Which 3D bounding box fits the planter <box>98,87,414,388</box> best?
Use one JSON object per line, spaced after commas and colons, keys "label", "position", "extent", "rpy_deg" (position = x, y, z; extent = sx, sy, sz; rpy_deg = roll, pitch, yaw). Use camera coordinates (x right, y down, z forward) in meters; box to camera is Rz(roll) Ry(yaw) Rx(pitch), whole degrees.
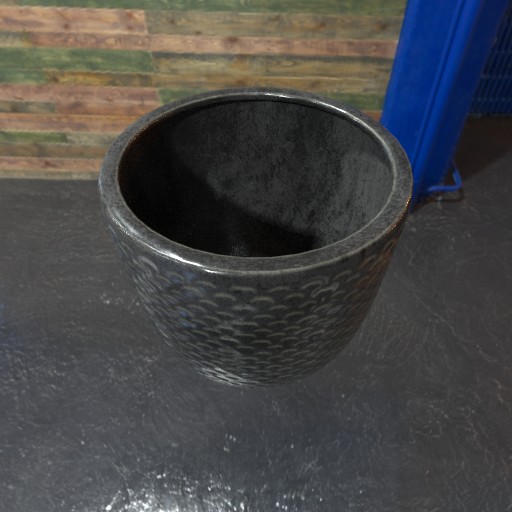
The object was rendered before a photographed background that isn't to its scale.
{"label": "planter", "position": [0.000, 0.000, 0.245], "extent": [0.140, 0.129, 0.140], "rpy_deg": [0, 47, 0]}
